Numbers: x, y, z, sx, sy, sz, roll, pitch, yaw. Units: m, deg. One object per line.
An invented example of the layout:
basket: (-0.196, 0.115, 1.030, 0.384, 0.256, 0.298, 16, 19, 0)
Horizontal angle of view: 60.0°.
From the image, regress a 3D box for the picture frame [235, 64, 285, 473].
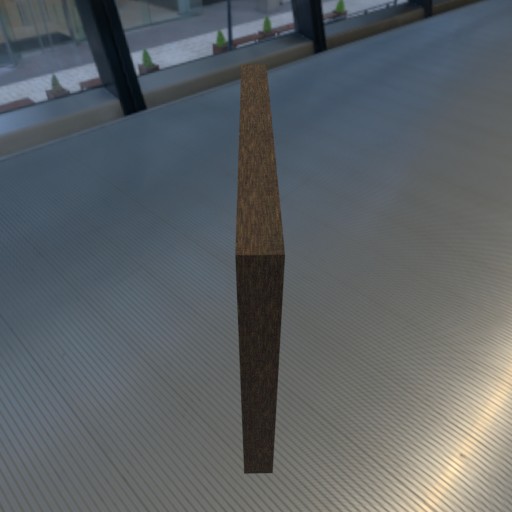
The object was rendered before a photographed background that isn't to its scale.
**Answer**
picture frame: (0.000, 0.000, 0.542, 0.033, 0.330, 0.378, -1, 41, -1)
